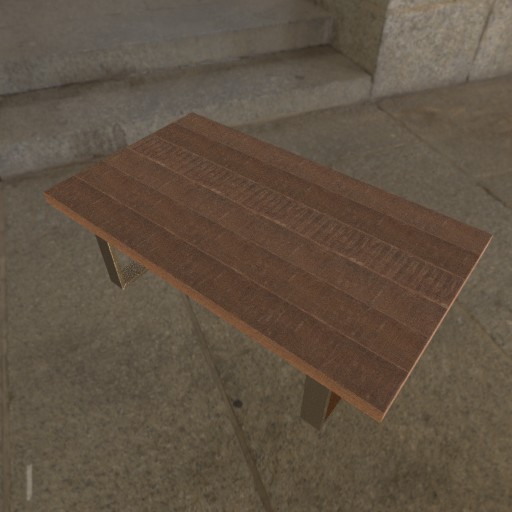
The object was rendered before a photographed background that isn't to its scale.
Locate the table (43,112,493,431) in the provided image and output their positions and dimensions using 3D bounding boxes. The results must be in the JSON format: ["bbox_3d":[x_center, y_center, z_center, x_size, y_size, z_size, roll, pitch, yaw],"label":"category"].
[{"bbox_3d":[0.000,0.000,1.729,1.400,0.440,0.800,29,52,26],"label":"table"}]
